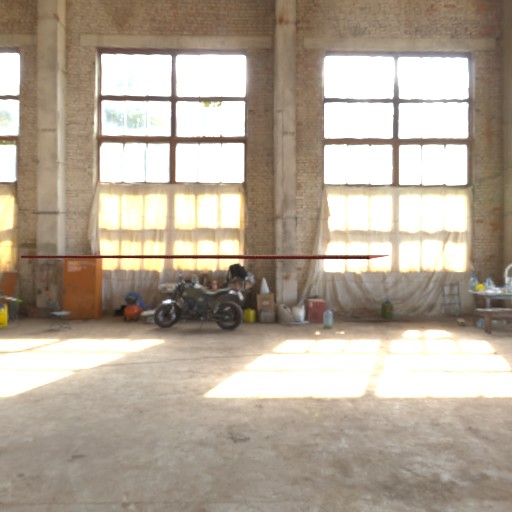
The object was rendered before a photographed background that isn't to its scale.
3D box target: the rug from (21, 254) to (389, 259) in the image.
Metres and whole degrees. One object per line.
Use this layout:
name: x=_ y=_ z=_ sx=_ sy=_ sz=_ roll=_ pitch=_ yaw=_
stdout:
rug: x=0.000 y=0.000 z=2.878 sx=1.593 sy=0.013 sz=2.211 roll=0 pitch=0 yaw=18
